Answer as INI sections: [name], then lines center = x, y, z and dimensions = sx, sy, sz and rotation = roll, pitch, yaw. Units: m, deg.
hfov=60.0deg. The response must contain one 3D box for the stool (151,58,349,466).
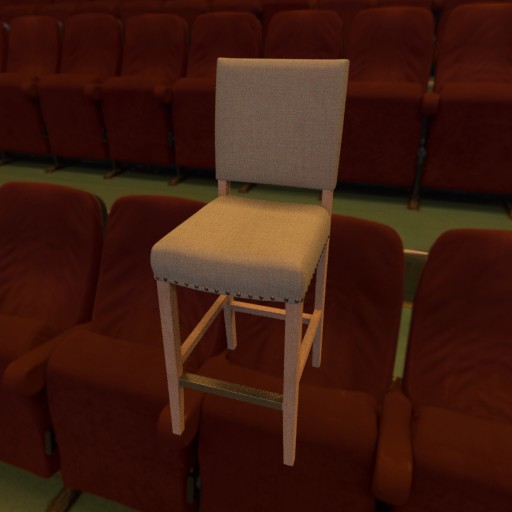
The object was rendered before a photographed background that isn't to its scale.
[stool]
center = 0.000, 0.000, 1.460
dimensions = 0.445, 1.173, 0.585
rotation = 8, 27, 16
